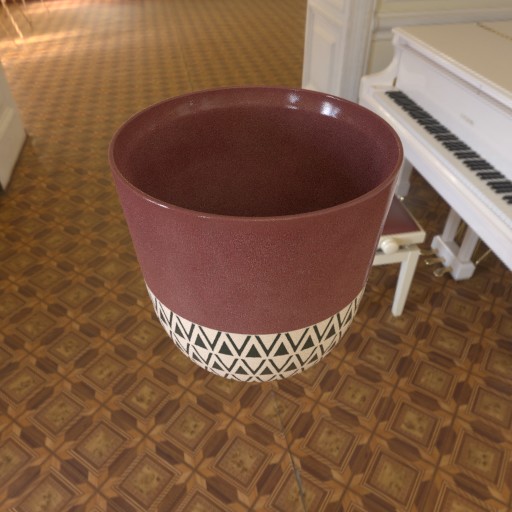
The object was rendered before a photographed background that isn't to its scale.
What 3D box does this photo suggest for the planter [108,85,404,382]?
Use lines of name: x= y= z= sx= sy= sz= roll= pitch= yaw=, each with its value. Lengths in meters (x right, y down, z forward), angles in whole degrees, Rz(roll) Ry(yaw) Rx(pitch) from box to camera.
planter: x=0.000 y=0.000 z=0.370 sx=0.195 sy=0.214 sz=0.195 roll=0 pitch=40 yaw=0
